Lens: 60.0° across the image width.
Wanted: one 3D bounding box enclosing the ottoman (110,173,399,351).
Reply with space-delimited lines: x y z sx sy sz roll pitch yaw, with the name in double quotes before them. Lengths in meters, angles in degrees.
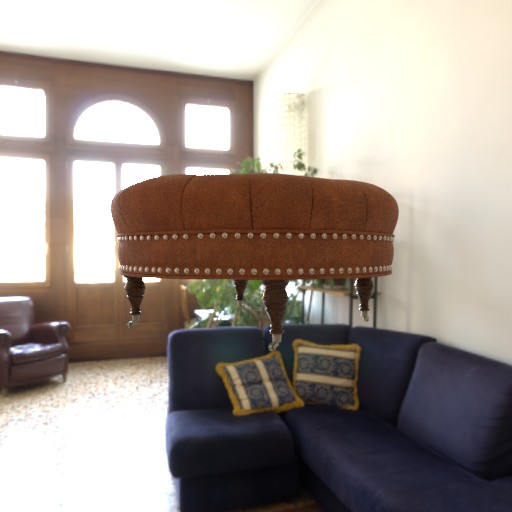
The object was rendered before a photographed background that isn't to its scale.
"ottoman" 0.000 0.000 1.433 0.901 0.444 0.901 0 0 0
